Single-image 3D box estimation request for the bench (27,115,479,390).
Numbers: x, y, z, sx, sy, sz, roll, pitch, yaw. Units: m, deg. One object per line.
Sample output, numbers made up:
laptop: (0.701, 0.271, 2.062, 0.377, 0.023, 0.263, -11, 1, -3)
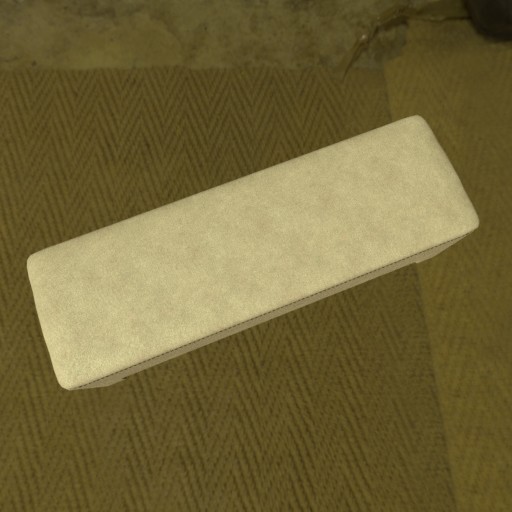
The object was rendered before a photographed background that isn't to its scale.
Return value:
bench: (0.000, 0.000, 1.669, 1.482, 0.447, 0.470, -21, 77, -5)
